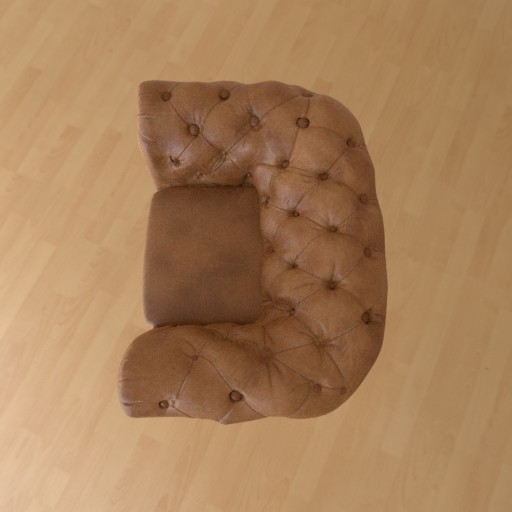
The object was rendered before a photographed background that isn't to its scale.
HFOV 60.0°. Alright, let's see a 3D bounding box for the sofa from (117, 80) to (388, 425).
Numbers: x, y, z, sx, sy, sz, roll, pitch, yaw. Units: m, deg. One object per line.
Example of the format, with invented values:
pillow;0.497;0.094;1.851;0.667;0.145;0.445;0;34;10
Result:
sofa;0.000;0.000;2.062;1.033;0.878;1.405;-1;75;0
